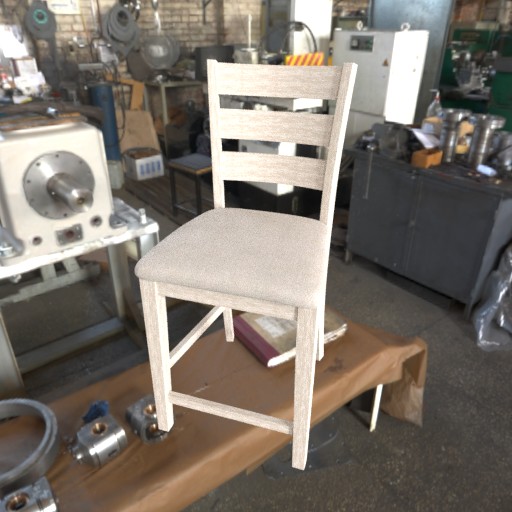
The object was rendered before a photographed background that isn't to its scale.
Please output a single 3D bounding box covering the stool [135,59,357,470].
[{"bbox_3d":[0.000,0.000,1.312,0.484,1.032,0.569,9,29,16],"label":"stool"}]
